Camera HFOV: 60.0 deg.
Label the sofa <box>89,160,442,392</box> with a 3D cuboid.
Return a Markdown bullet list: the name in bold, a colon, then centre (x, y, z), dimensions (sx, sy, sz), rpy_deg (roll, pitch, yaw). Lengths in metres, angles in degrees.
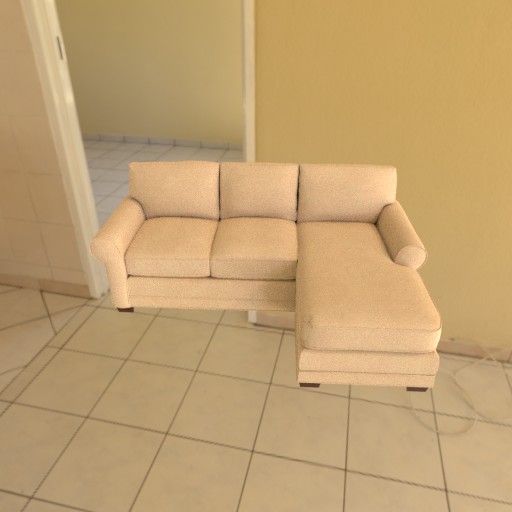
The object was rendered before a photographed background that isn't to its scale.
- **sofa**: centre (0.000, 0.000, 2.401), dimensions (1.770, 0.734, 1.226), rpy_deg (2, 30, 3)
